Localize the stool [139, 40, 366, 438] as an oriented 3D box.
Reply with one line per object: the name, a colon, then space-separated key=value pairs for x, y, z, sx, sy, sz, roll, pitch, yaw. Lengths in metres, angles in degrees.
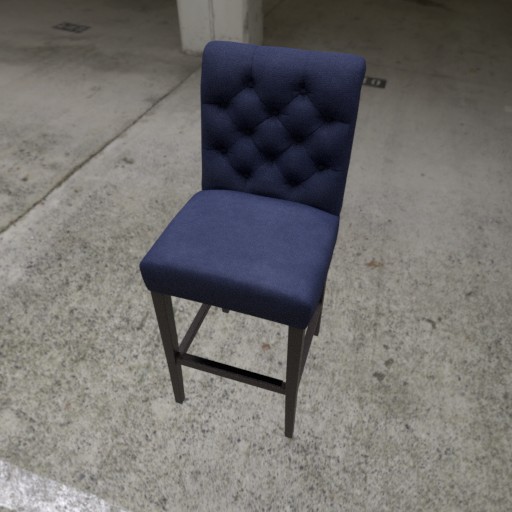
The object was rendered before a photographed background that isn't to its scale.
stool: x=0.000 y=0.000 z=1.444 sx=0.493 sy=1.140 sz=0.601 roll=12 pitch=44 yaw=13
